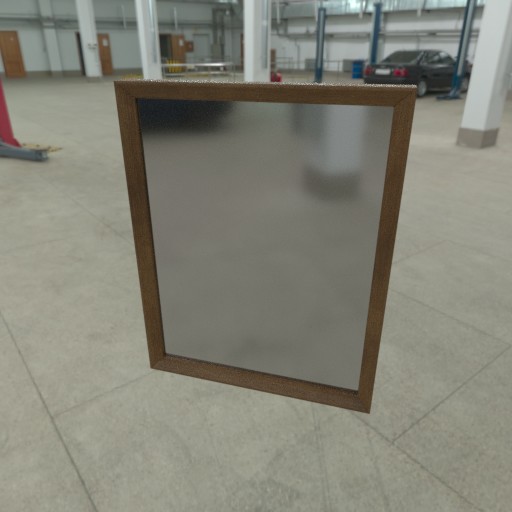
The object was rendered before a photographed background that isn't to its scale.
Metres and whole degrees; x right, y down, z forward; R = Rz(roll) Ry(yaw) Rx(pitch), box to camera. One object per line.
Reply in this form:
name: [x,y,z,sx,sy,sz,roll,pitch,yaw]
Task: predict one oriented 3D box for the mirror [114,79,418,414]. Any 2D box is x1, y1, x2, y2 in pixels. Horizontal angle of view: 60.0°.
mirror: [0.000,0.000,0.696,0.406,0.509,0.041,7,26,15]
